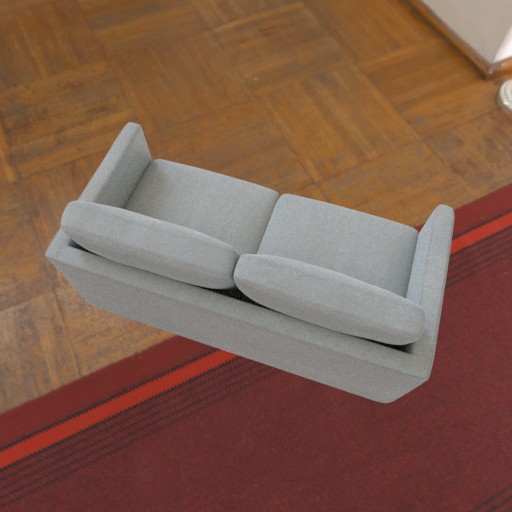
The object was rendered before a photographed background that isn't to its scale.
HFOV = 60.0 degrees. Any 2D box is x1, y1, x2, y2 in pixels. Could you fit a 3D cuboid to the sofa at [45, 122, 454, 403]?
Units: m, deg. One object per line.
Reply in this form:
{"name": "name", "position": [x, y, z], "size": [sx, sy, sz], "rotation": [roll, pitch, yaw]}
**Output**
{"name": "sofa", "position": [0.000, 0.000, 2.444], "size": [1.884, 0.963, 0.950], "rotation": [17, 64, 8]}
